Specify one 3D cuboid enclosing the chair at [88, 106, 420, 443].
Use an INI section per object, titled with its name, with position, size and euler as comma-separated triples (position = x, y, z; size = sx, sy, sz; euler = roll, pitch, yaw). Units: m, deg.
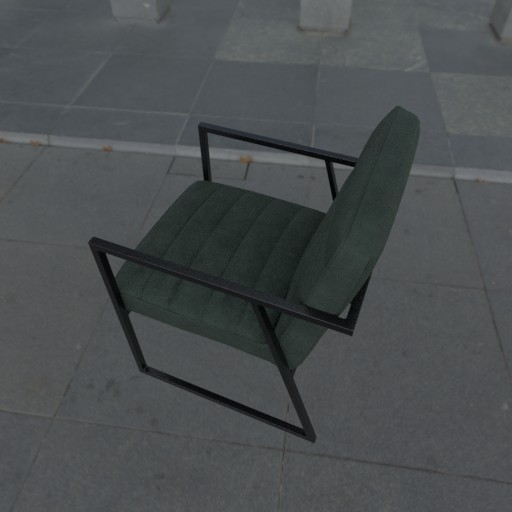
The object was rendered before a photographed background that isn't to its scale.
[chair]
position = 0.000, 0.000, 1.279
size = 0.677, 0.833, 0.571
euler = 17, 50, 15
